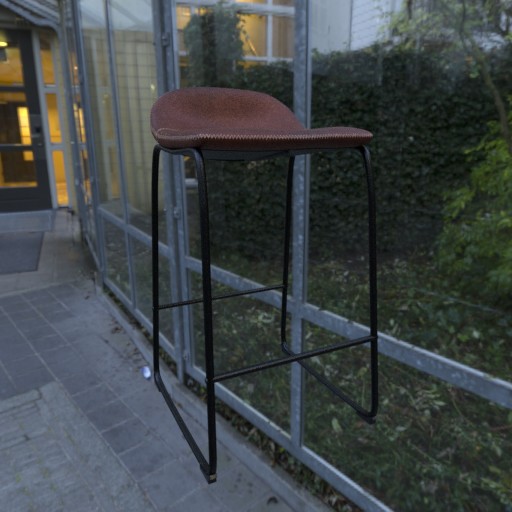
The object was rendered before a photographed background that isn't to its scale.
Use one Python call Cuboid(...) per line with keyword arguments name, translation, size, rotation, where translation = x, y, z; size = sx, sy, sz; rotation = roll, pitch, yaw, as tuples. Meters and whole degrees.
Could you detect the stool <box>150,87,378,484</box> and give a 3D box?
Cuboid(name="stool", translation=(0.000, 0.000, 1.112), size=(0.454, 0.830, 0.473), rotation=(-8, 17, -26))
